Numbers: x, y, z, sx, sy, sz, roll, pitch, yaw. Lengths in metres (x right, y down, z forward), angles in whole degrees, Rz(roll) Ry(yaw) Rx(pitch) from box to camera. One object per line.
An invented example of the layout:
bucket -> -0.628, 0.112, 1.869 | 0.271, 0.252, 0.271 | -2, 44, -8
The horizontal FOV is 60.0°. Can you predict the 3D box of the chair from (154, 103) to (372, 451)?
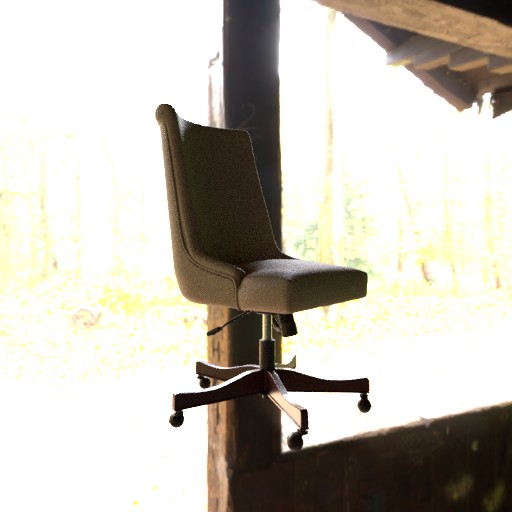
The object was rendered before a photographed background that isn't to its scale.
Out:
chair -> 0.000, 0.000, 1.497 | 0.696, 1.010, 0.645 | 0, 1, 36
